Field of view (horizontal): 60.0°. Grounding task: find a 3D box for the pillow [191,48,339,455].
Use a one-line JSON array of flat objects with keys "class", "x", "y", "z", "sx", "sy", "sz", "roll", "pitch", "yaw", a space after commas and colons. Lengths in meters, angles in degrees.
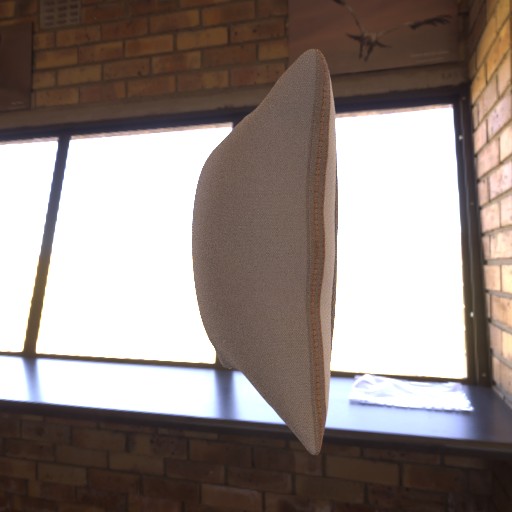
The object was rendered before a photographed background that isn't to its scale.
[{"class": "pillow", "x": 0.000, "y": 0.000, "z": 0.626, "sx": 0.173, "sy": 0.401, "sz": 0.416, "roll": 0, "pitch": -1, "yaw": -17}]
